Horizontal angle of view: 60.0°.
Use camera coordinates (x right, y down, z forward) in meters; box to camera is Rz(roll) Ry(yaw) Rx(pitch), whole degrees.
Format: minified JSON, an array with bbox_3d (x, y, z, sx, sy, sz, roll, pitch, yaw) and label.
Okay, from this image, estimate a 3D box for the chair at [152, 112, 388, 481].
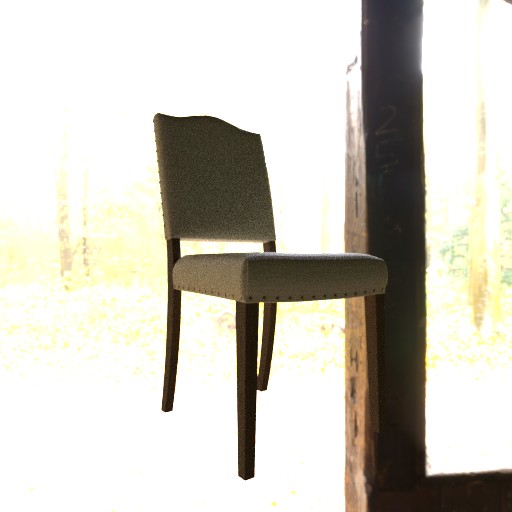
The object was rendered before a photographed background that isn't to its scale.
[{"bbox_3d":[0.000,0.000,1.382,0.508,1.015,0.619,0,0,-36],"label":"chair"}]
